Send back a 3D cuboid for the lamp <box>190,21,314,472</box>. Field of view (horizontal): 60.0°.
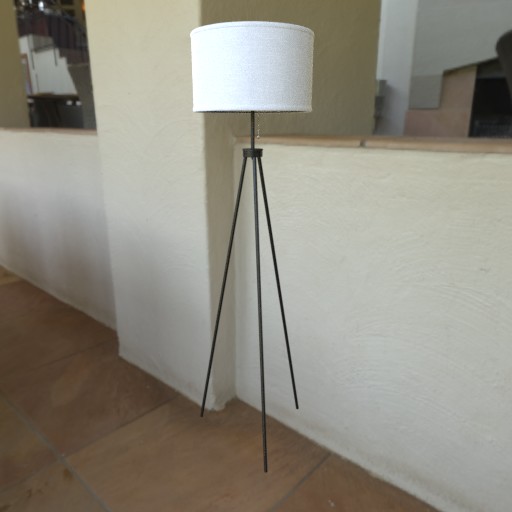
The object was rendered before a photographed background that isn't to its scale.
[{"bbox_3d":[0.000,0.000,1.713,0.458,1.545,0.448,-15,23,-42],"label":"lamp"}]
